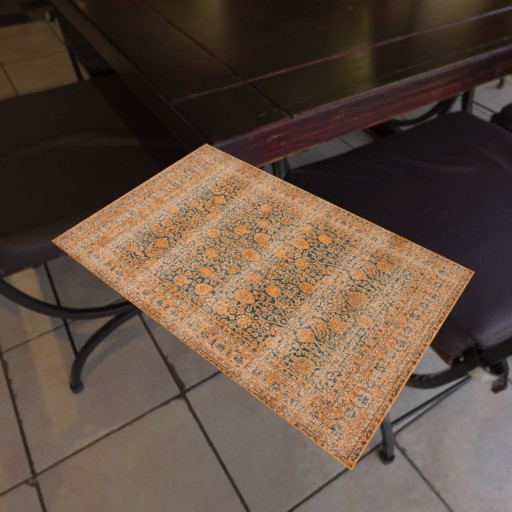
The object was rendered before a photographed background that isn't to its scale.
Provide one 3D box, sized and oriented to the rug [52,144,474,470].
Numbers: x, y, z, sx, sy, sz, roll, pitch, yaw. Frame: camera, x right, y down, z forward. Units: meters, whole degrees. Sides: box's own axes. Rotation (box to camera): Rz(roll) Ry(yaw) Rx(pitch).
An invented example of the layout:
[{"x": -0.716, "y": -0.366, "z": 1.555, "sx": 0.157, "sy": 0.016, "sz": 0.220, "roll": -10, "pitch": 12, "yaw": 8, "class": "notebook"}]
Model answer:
[{"x": 0.000, "y": 0.000, "z": 2.910, "sx": 2.336, "sy": 0.007, "sz": 1.525, "roll": 30, "pitch": 54, "yaw": 25, "class": "rug"}]
